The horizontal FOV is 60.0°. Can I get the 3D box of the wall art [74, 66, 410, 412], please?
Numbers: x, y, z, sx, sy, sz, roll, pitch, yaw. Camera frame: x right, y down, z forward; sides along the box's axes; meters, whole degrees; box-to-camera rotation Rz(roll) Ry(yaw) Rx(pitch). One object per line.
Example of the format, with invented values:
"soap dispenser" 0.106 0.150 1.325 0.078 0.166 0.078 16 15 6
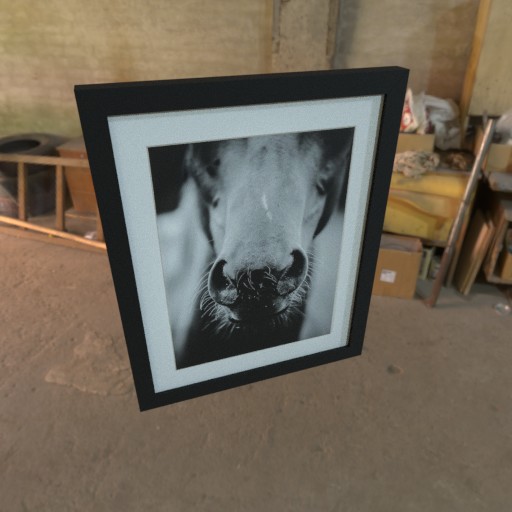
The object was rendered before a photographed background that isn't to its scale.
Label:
"wall art" 0.000 0.000 0.530 0.329 0.404 0.024 -10 33 -16
